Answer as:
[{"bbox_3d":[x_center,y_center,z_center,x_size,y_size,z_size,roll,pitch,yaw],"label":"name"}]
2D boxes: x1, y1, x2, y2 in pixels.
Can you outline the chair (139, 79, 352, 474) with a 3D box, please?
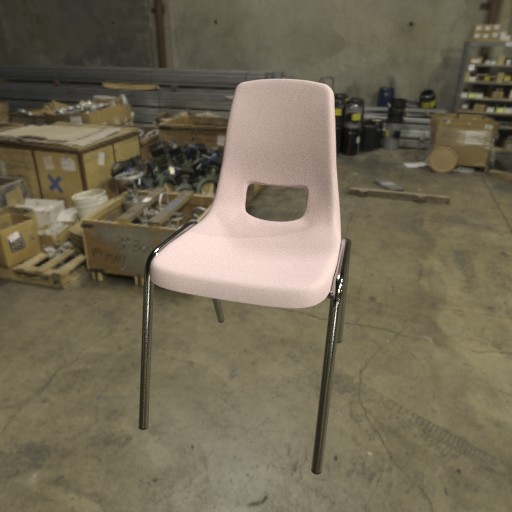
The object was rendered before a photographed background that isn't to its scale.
[{"bbox_3d":[0.000,0.000,0.912,0.381,0.653,0.436,7,26,15],"label":"chair"}]
